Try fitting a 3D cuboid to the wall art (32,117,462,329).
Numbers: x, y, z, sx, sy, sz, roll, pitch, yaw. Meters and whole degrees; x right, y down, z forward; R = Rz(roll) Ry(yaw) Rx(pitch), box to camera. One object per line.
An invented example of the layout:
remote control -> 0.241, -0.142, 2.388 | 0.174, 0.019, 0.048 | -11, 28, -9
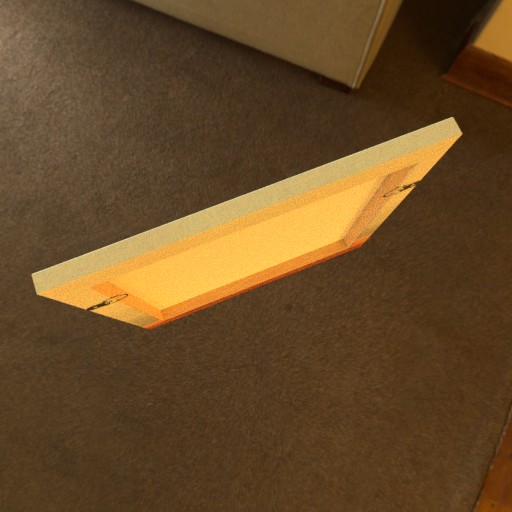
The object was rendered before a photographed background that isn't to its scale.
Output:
wall art -> 0.000, 0.000, 0.883 | 0.605, 0.605, 0.034 | -21, 77, -5
